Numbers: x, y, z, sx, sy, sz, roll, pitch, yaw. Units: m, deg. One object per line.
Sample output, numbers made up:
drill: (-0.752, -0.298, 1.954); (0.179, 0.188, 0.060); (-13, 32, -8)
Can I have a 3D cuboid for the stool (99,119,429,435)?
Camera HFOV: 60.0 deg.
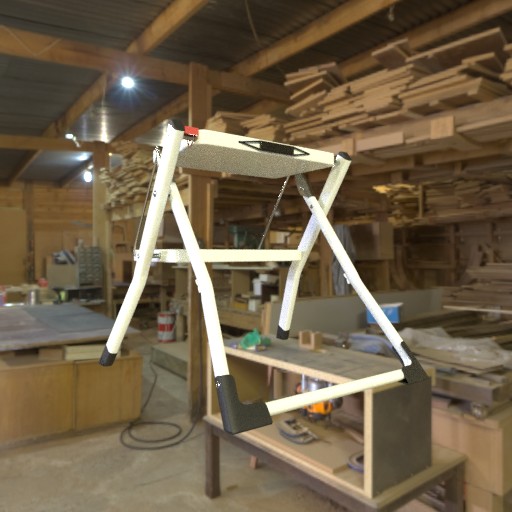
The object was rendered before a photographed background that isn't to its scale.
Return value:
stool: (0.000, 0.000, 0.874); (0.485, 0.445, 0.490); (0, 1, -36)
